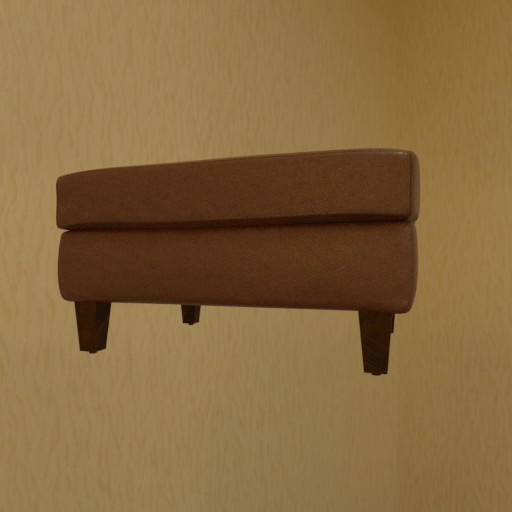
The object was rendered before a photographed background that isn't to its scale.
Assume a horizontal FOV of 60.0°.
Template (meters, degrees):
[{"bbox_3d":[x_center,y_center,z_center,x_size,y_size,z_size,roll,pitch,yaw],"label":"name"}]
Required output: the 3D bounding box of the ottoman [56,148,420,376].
[{"bbox_3d":[0.000,0.000,1.238,0.851,0.485,0.650,0,-1,18],"label":"ottoman"}]
